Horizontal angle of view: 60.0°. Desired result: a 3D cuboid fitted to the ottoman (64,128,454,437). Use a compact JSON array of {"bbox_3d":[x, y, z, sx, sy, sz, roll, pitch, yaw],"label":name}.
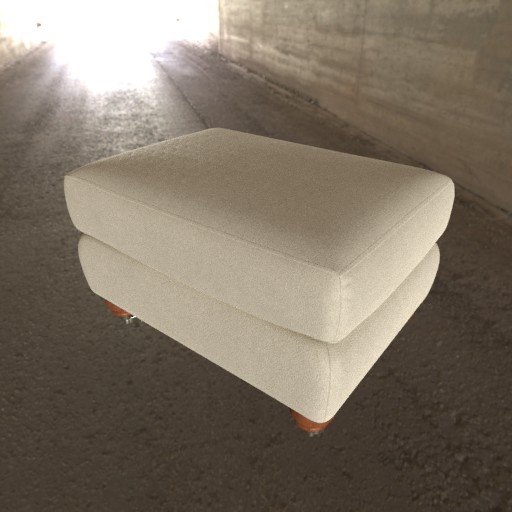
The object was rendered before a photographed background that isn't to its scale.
[{"bbox_3d":[0.000,0.000,1.126,0.773,0.499,0.569,21,36,32],"label":"ottoman"}]
